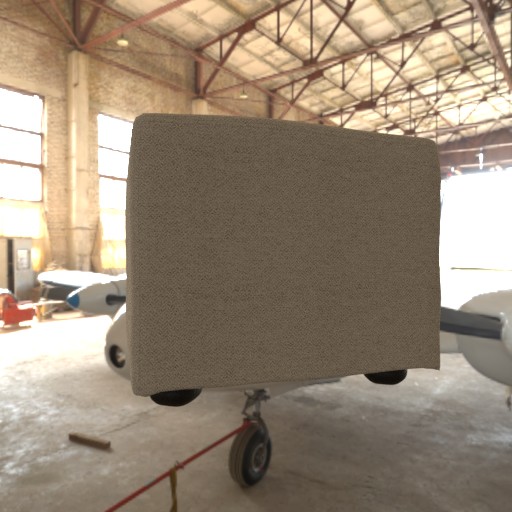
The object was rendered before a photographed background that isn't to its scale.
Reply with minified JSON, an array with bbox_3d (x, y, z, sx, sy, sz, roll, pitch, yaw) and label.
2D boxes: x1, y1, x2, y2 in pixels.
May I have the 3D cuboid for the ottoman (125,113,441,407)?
[{"bbox_3d":[0.000,0.000,0.913,0.512,0.453,0.521,0,0,-17],"label":"ottoman"}]
